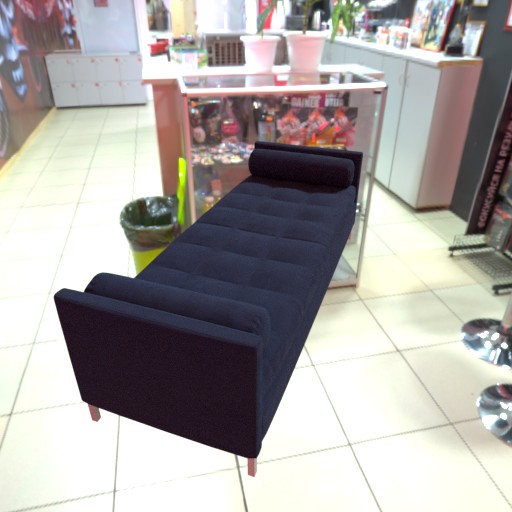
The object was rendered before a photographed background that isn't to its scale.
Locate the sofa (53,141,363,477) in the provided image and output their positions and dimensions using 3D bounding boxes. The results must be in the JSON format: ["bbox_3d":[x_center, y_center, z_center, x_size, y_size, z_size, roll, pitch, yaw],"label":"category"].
[{"bbox_3d":[0.000,0.000,2.438,0.797,0.657,2.102,11,32,18],"label":"sofa"}]
